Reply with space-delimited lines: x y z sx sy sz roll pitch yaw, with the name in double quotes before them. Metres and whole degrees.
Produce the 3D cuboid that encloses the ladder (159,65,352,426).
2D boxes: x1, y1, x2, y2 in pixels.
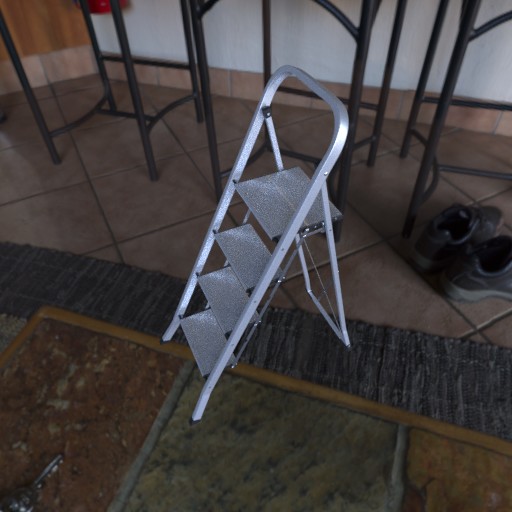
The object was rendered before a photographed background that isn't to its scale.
"ladder" 0.000 0.000 1.678 0.830 1.290 0.465 -19 49 -17
